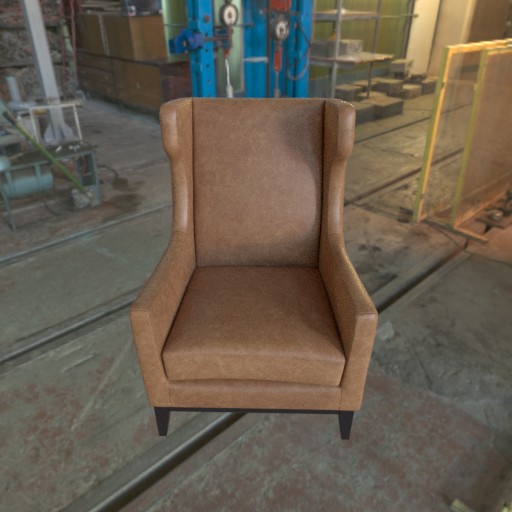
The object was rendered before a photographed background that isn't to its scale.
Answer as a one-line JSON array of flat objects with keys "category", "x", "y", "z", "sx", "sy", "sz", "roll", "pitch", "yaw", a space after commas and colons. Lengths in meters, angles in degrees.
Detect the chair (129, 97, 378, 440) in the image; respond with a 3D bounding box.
[{"category": "chair", "x": 0.000, "y": 0.000, "z": 1.714, "sx": 0.766, "sy": 1.079, "sz": 0.899, "roll": 1, "pitch": 31, "yaw": 1}]
